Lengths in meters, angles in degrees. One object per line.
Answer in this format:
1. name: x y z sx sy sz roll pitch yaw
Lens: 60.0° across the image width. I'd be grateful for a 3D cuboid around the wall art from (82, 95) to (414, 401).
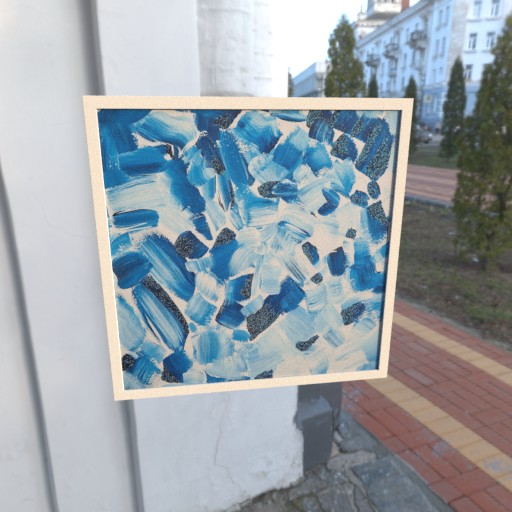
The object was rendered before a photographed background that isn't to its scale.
1. wall art: 0.000 0.000 0.677 0.457 0.457 0.012 -2 17 -8
